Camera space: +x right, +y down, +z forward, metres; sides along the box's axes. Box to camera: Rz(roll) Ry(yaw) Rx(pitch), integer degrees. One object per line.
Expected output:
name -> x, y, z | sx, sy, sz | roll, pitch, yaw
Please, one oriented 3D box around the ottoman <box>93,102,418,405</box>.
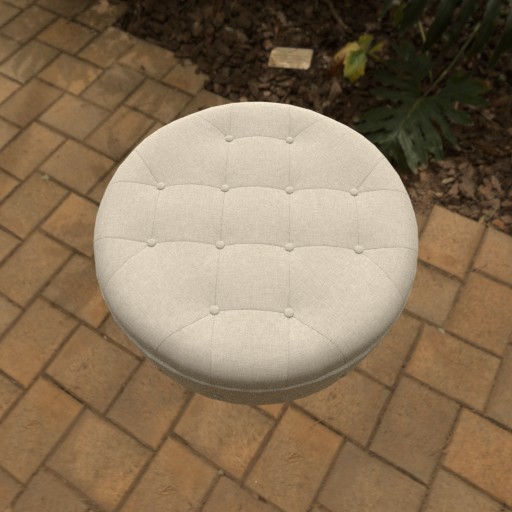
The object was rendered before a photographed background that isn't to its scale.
ottoman -> 0.000, 0.000, 1.325 | 0.850, 0.483, 0.850 | 0, 63, 0
